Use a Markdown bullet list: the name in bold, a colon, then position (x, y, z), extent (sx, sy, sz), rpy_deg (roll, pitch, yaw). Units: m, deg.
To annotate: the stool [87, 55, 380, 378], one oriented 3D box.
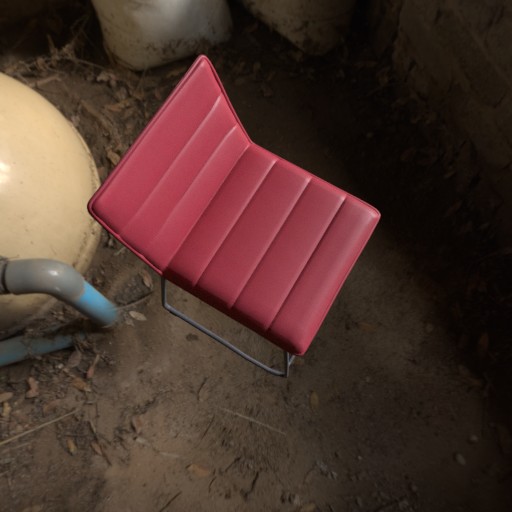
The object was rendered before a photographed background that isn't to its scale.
- **stool**: position (0.000, 0.000, 1.235), extent (0.524, 0.937, 0.489), rpy_deg (30, 77, 8)
